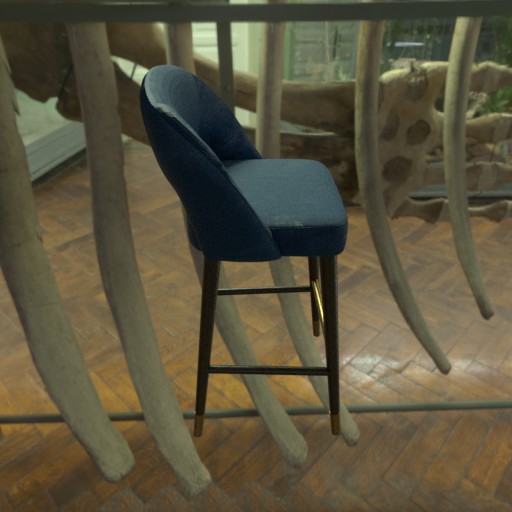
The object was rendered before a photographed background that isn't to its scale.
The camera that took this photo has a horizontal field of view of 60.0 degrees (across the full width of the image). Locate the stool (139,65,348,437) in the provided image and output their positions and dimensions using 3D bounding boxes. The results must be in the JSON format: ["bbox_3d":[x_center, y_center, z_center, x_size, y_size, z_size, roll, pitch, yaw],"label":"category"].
[{"bbox_3d":[0.000,0.000,1.288,0.515,1.016,0.514,-1,32,-1],"label":"stool"}]
